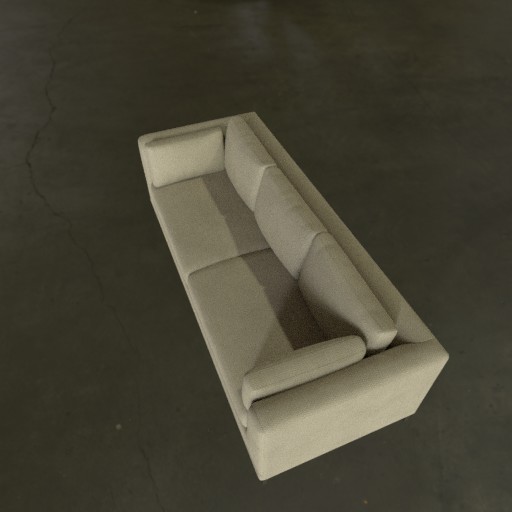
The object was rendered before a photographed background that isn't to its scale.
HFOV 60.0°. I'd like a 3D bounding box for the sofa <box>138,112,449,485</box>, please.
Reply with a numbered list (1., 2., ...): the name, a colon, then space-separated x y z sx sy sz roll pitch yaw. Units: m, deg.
1. sofa: 0.000 0.000 2.925 0.969 0.867 2.415 -17 49 -15
